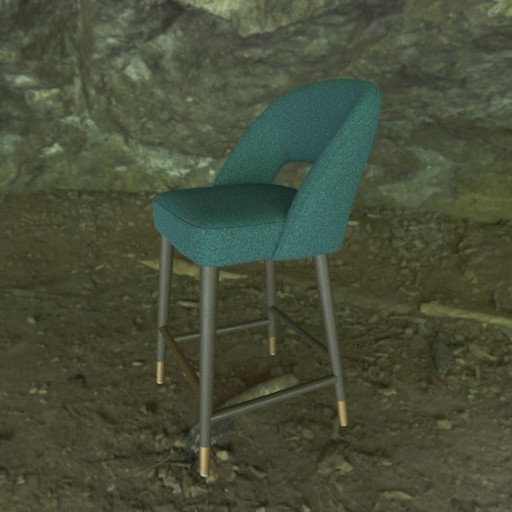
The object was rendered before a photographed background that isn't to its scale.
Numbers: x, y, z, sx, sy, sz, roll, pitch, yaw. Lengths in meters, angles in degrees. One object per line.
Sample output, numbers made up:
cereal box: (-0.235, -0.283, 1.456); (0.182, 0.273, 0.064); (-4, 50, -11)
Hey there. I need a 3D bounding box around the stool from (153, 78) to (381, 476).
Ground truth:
stool: (0.000, 0.000, 1.244); (0.522, 0.939, 0.536); (-8, 20, -24)
